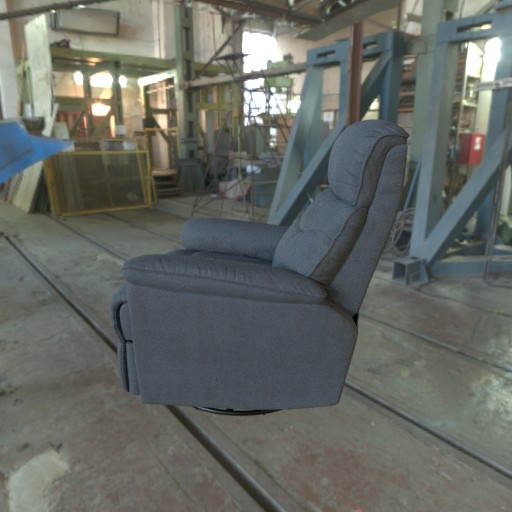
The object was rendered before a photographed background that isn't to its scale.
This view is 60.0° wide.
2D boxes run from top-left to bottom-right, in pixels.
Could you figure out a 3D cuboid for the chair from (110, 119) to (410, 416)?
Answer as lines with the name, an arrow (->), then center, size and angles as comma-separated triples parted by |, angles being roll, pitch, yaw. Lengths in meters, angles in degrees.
chair -> 0.000, 0.000, 1.765 | 1.004, 1.037, 0.820 | 2, 15, 7
